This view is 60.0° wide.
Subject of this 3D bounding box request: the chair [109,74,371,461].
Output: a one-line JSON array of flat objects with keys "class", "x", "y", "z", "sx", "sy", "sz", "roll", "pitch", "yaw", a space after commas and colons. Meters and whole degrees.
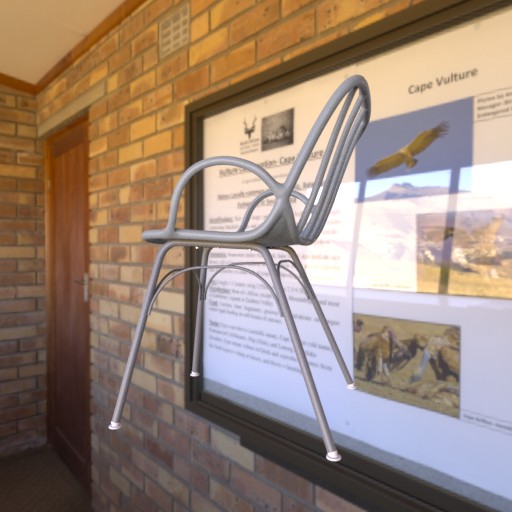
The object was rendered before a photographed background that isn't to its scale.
[{"class": "chair", "x": 0.000, "y": 0.000, "z": 1.196, "sx": 0.597, "sy": 0.816, "sz": 0.549, "roll": 0, "pitch": 1, "yaw": 16}]
